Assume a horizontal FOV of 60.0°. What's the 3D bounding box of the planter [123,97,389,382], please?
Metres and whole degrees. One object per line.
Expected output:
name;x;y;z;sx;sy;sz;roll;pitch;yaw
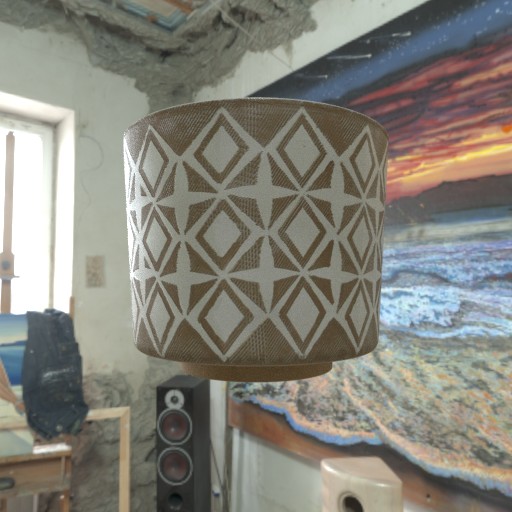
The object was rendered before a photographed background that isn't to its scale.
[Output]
planter;0.000;0.000;0.448;0.260;0.220;0.260;0;-3;0
